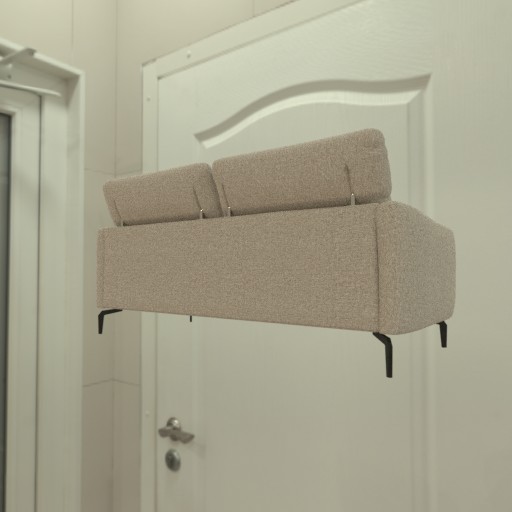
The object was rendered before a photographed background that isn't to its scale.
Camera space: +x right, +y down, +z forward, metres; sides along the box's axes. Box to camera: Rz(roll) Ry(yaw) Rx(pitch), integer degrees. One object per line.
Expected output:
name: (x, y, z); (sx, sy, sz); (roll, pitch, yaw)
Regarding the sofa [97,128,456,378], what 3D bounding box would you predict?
sofa: (0.000, 0.000, 2.532); (2.015, 0.956, 0.856); (-1, -2, 37)
